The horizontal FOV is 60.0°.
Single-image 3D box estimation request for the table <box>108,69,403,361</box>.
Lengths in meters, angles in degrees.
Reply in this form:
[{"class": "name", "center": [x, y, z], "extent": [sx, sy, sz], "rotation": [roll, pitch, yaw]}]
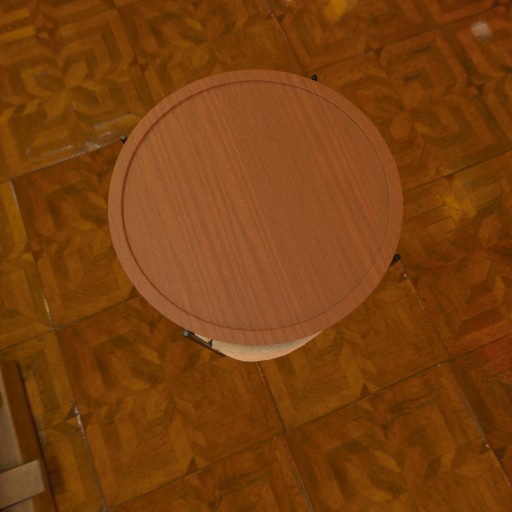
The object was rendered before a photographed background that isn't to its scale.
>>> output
[{"class": "table", "center": [0.000, 0.000, 0.879], "extent": [0.393, 0.623, 0.393], "rotation": [-19, 76, -5]}]
